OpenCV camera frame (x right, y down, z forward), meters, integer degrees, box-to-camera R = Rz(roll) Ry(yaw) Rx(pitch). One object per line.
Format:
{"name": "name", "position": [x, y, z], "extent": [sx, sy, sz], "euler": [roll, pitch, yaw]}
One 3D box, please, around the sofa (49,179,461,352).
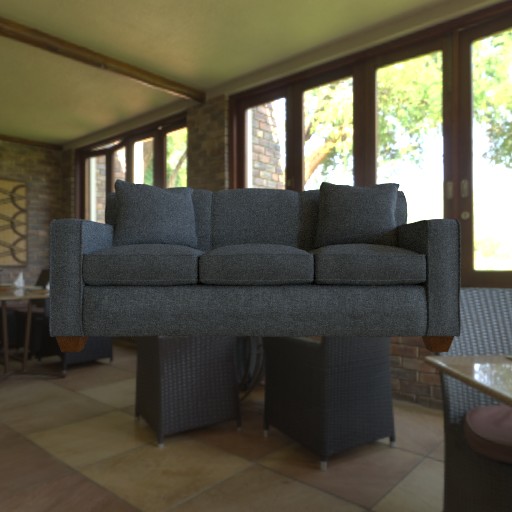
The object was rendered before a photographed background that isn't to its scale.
{"name": "sofa", "position": [0.000, 0.000, 2.603], "extent": [2.024, 0.958, 0.997], "euler": [0, -1, 0]}
